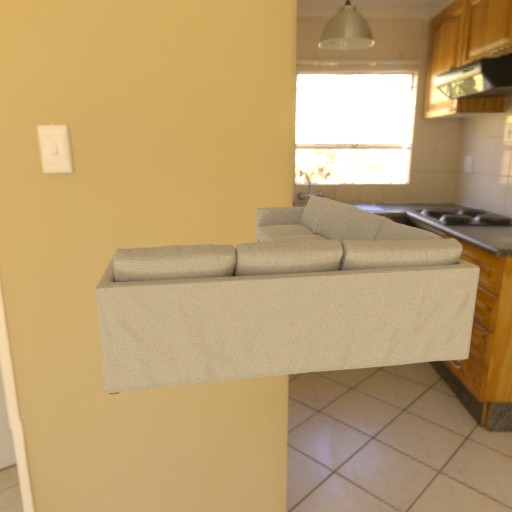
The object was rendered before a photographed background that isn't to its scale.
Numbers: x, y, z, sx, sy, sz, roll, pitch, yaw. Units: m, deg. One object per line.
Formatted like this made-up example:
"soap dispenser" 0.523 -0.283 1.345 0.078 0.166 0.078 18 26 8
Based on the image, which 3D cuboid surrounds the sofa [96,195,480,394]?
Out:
"sofa" 0.000 0.000 4.250 2.432 0.871 3.182 -3 14 -10
